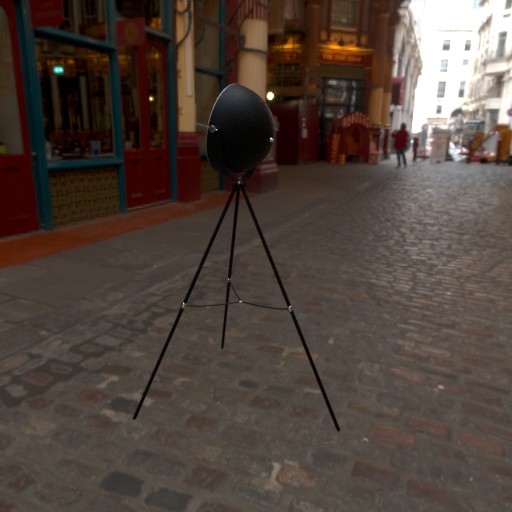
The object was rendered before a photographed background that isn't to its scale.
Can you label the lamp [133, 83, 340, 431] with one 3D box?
[{"bbox_3d":[0.000,0.000,2.074,0.920,1.512,0.817,7,17,23],"label":"lamp"}]
